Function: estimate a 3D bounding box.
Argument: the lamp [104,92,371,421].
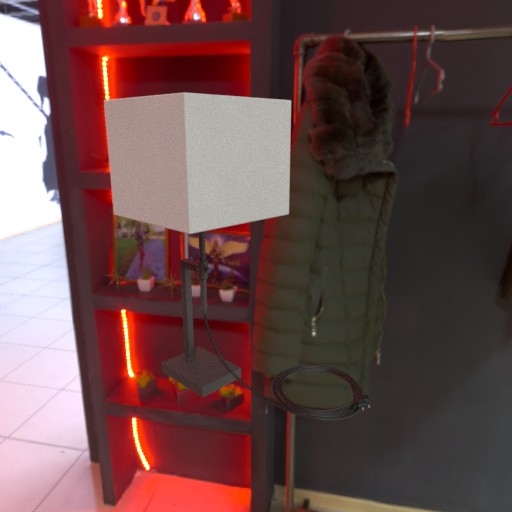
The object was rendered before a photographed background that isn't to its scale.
[{"bbox_3d":[0.000,0.000,0.987,0.504,0.660,0.399,15,22,42],"label":"lamp"}]
